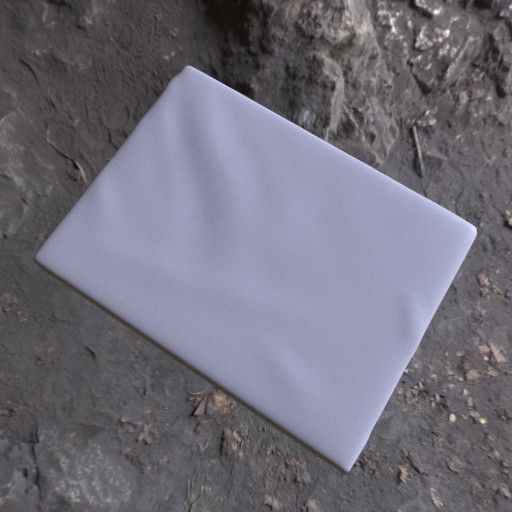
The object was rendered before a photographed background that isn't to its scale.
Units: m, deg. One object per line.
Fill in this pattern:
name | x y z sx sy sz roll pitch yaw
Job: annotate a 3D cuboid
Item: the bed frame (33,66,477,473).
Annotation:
bed frame | 0.000 0.000 2.817 2.151 0.667 1.584 32 77 8
